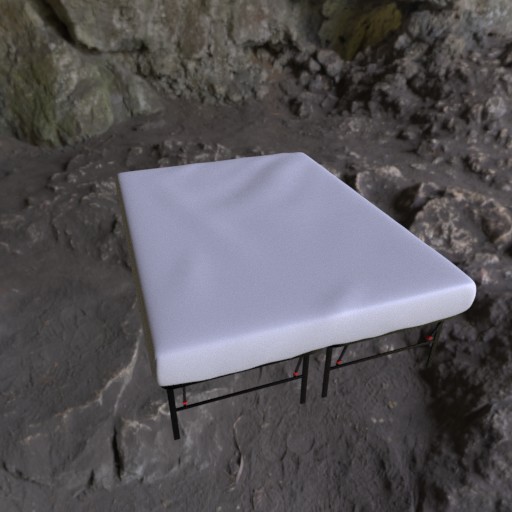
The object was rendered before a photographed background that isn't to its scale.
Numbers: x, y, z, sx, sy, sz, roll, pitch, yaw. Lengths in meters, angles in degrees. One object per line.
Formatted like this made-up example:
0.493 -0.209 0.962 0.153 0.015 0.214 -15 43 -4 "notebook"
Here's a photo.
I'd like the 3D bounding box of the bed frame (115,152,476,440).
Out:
0.000 0.000 2.898 1.584 0.667 2.151 -10 33 -16 "bed frame"
